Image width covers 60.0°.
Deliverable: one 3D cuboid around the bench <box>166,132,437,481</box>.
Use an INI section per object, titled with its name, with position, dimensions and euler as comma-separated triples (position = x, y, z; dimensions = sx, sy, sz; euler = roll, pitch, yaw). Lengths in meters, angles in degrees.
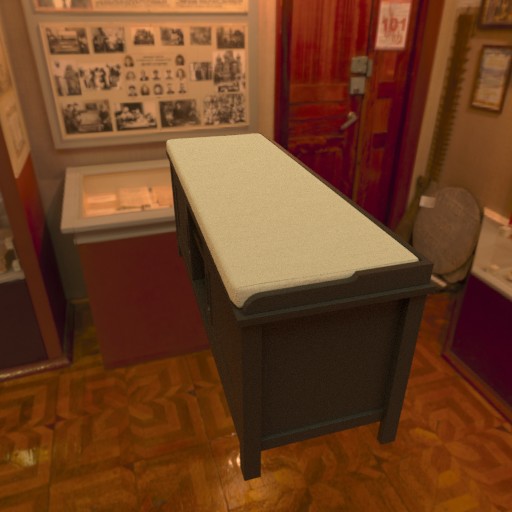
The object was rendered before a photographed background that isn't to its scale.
[bench]
position = 0.000, 0.000, 1.386
dimensions = 0.398, 0.501, 1.140
euler = -8, 30, -14
